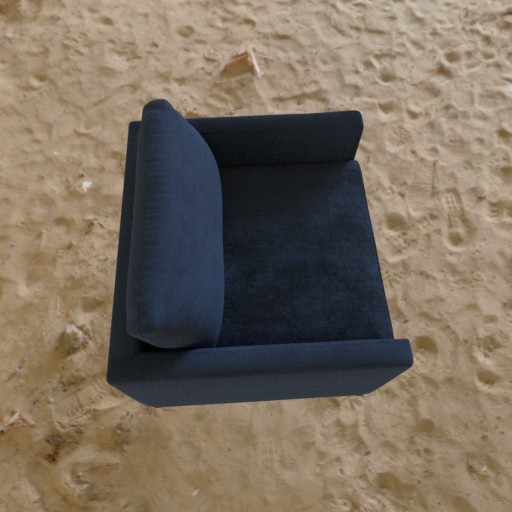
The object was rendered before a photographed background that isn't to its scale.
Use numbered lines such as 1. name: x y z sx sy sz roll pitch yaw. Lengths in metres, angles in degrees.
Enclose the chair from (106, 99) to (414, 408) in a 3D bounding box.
1. chair: 0.000 0.000 1.600 0.875 0.812 0.964 -3 64 -1
